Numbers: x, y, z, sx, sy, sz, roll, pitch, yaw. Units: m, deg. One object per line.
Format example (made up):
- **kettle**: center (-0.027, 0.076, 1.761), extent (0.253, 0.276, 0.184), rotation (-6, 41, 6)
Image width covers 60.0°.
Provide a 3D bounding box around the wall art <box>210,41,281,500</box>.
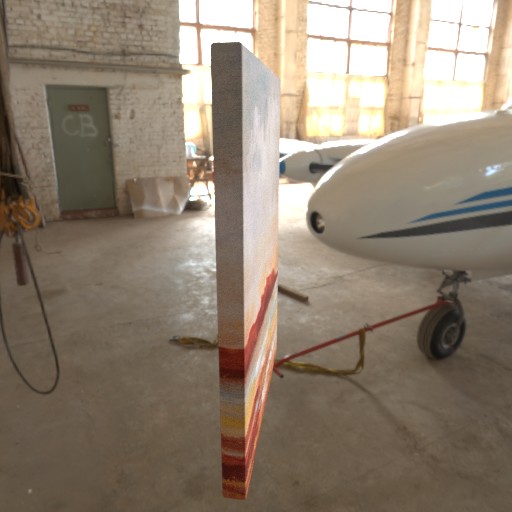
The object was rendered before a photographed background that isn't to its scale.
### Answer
- **wall art**: center (0.000, 0.000, 0.763), extent (0.035, 0.605, 0.443), rotation (2, 17, 8)
